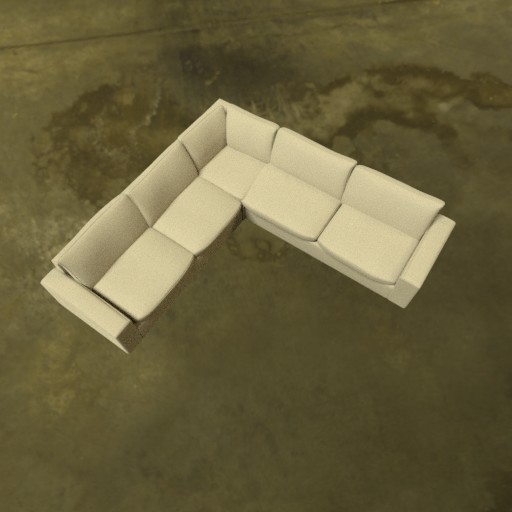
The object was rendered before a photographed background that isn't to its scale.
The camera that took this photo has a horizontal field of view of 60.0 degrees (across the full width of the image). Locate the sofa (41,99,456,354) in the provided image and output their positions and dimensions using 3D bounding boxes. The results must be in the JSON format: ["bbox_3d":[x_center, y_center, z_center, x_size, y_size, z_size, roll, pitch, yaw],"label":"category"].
[{"bbox_3d":[0.000,0.000,4.741,3.206,0.918,3.066,31,65,16],"label":"sofa"}]
